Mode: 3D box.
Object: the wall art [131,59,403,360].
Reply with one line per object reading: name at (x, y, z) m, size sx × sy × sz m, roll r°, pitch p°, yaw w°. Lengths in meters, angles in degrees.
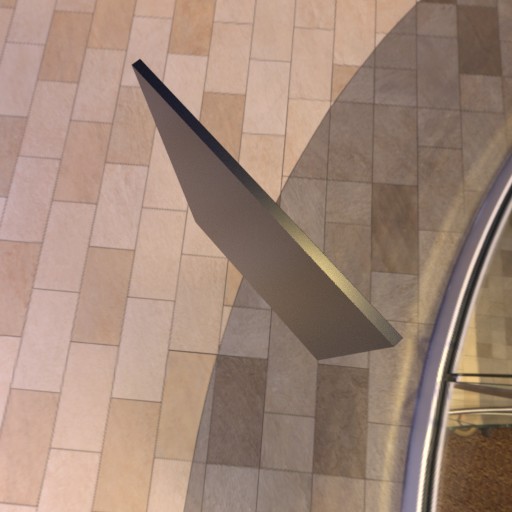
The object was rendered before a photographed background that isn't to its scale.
wall art at (0.000, 0.000, 0.775) m, size 0.013 × 0.582 × 0.442 m, roll -40°, pitch 79°, yaw -10°
